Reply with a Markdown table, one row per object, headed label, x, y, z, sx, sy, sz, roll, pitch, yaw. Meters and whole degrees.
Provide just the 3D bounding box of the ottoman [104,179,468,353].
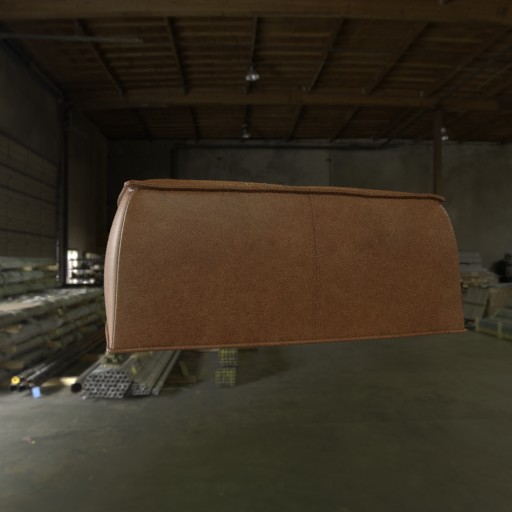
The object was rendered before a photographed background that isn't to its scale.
| label | x | y | z | sx | sy | sz | roll | pitch | yaw |
| --- | --- | --- | --- | --- | --- | --- | --- | --- | --- |
| ottoman | 0.000 | 0.000 | 1.396 | 0.902 | 0.395 | 0.901 | 0 | -1 | -17 |
